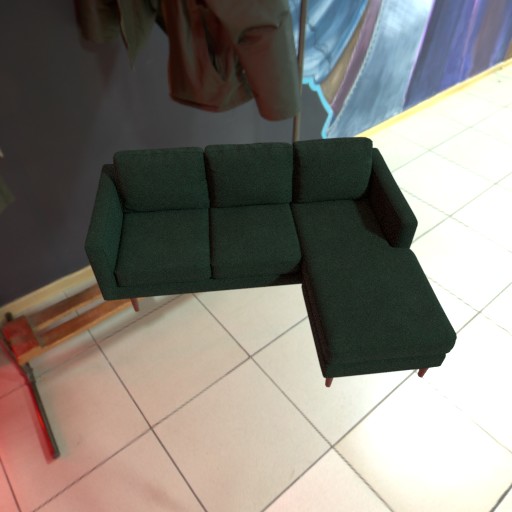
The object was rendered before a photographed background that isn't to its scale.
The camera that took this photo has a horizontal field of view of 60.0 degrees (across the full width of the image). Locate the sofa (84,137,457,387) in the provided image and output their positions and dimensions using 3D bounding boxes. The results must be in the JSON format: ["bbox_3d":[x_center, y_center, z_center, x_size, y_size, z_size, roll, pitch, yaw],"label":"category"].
[{"bbox_3d":[0.000,0.000,2.852,2.030,0.899,1.580,-5,46,-4],"label":"sofa"}]
